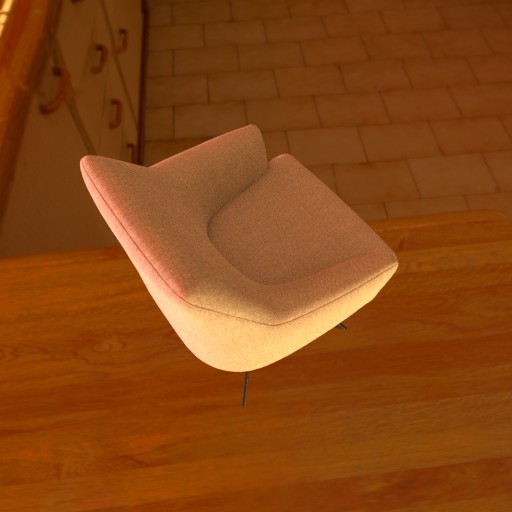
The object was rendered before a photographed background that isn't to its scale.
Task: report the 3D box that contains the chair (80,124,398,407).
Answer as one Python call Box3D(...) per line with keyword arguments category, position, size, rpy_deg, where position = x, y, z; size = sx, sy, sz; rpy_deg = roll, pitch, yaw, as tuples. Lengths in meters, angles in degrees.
Box3D(category="chair", position=(0.000, 0.000, 1.317), size=(0.677, 0.874, 0.642), rpy_deg=(-32, 64, -18))
